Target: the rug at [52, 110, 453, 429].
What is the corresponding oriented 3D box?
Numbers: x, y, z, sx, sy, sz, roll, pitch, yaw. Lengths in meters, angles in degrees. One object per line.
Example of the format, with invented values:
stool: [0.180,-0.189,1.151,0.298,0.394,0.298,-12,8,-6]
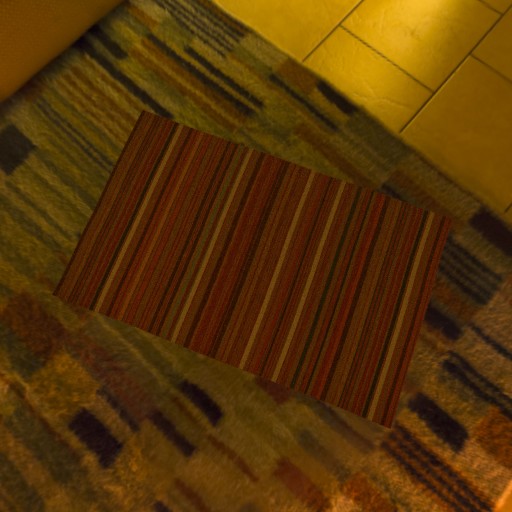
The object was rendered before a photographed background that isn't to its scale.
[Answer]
rug: [0.000,0.000,3.110,2.438,0.008,1.523,20,77,5]
